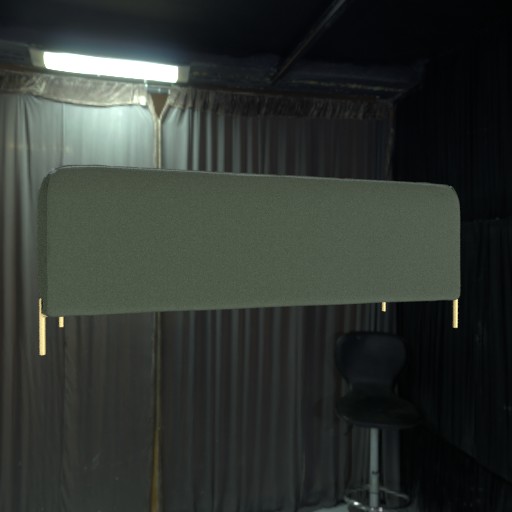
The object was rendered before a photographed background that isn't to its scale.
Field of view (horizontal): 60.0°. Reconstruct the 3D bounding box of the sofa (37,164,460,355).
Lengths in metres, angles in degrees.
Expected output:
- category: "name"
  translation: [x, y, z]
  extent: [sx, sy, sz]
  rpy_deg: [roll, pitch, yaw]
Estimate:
- category: "sofa"
  translation: [0.000, 0.000, 2.499]
  extent: [2.137, 0.793, 0.896]
  rpy_deg: [0, 1, -18]
